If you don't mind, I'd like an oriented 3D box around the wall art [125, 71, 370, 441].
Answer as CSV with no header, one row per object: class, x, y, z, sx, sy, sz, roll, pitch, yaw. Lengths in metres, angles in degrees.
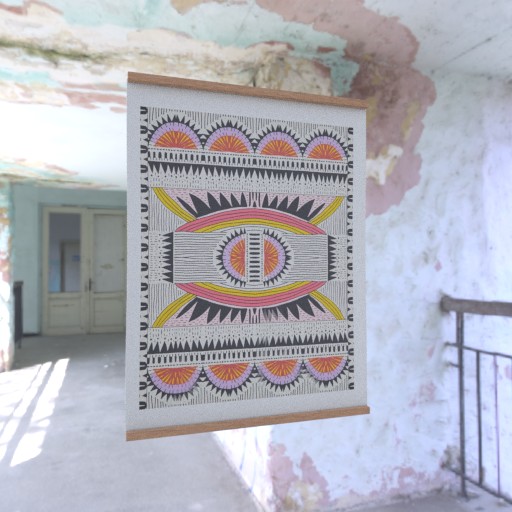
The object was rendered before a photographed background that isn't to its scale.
wall art,0.000,0.000,0.810,0.456,0.609,0.028,0,-1,-17
